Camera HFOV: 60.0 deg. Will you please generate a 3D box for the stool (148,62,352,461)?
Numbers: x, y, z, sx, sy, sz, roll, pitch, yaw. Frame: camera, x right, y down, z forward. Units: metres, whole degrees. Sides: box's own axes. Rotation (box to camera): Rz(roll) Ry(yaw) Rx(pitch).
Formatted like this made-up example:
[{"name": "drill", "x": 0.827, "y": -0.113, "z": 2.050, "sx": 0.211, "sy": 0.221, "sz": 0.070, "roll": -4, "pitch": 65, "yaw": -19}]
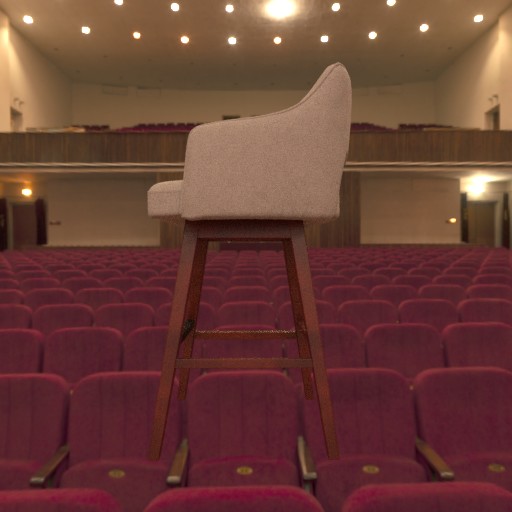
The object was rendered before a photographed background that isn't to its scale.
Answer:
[{"name": "stool", "x": 0.000, "y": 0.000, "z": 1.332, "sx": 0.558, "sy": 1.012, "sz": 0.548, "roll": 0, "pitch": 1, "yaw": -1}]
